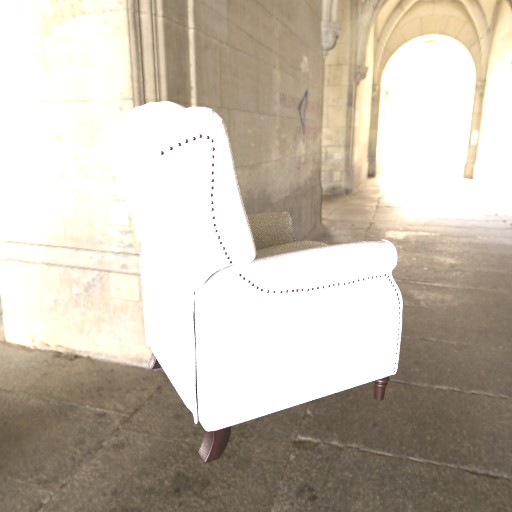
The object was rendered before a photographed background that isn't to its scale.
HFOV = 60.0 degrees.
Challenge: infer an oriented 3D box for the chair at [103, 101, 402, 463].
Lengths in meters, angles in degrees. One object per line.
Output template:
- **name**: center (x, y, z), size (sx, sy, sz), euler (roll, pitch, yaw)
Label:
- **chair**: center (0.000, 0.000, 1.608), size (0.902, 1.035, 0.742), euler (-8, 17, -26)
